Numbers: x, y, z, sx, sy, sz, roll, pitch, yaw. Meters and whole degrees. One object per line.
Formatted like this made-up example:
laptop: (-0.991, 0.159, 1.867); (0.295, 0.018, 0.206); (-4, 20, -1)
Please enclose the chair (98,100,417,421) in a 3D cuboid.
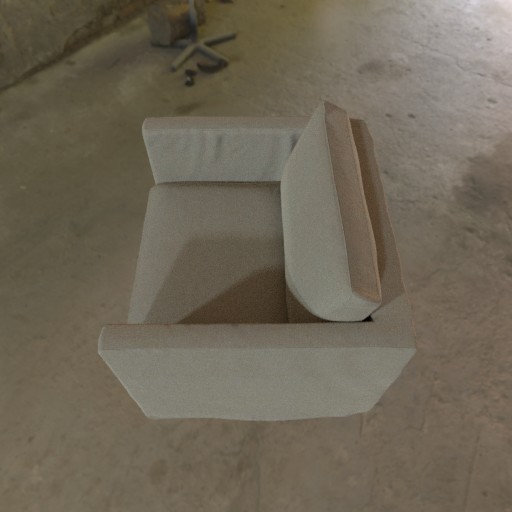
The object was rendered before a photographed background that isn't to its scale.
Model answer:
chair: (0.000, 0.000, 1.761); (0.949, 0.863, 1.057); (0, 56, 0)
